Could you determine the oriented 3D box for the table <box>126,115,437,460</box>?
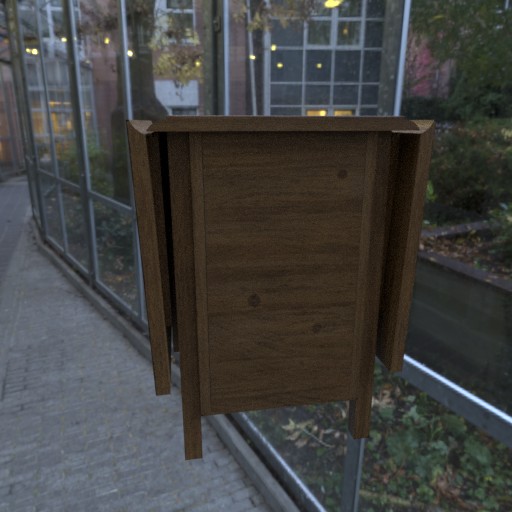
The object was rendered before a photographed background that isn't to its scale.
[{"bbox_3d":[0.000,0.000,1.280,0.591,0.763,0.746,-3,17,-9],"label":"table"}]
